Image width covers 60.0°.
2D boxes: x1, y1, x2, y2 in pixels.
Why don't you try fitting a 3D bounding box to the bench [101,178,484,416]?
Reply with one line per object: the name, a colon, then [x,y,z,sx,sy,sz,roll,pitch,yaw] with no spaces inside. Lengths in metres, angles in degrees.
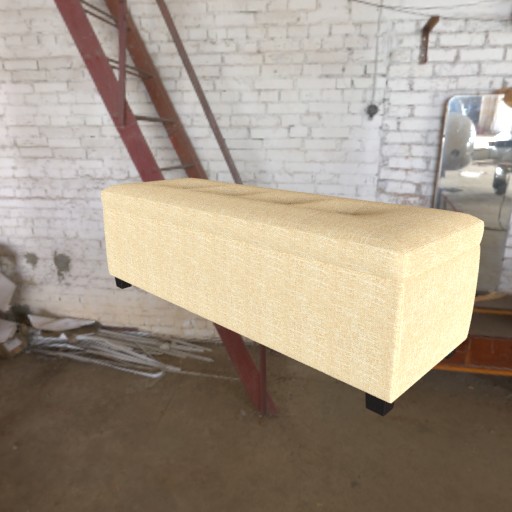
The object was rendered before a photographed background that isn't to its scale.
bench: [0.000,0.000,1.429,1.219,0.406,0.432,15,22,42]
